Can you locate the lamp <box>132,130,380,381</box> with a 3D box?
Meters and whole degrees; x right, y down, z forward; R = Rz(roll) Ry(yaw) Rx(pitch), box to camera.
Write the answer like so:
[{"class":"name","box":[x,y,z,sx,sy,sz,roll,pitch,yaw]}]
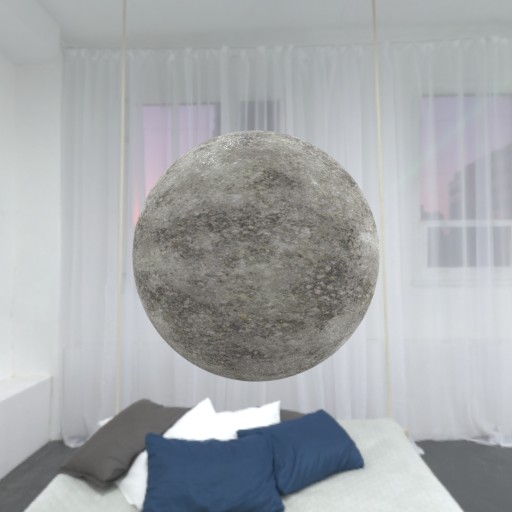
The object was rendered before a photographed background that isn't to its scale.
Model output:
[{"class":"lamp","box":[0.000,0.000,0.784,0.422,0.429,0.422,0,-1,0]}]
